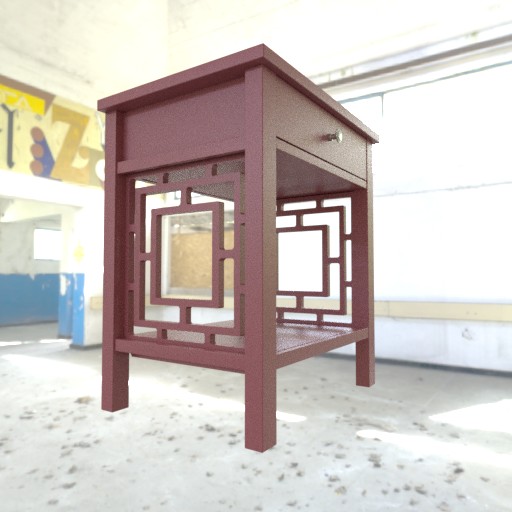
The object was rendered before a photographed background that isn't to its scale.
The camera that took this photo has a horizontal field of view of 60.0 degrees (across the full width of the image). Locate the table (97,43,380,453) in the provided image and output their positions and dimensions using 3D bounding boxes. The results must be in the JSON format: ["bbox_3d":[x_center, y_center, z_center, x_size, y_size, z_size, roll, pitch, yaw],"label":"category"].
[{"bbox_3d":[0.000,0.000,1.097,0.451,0.686,0.599,-2,-3,34],"label":"table"}]
